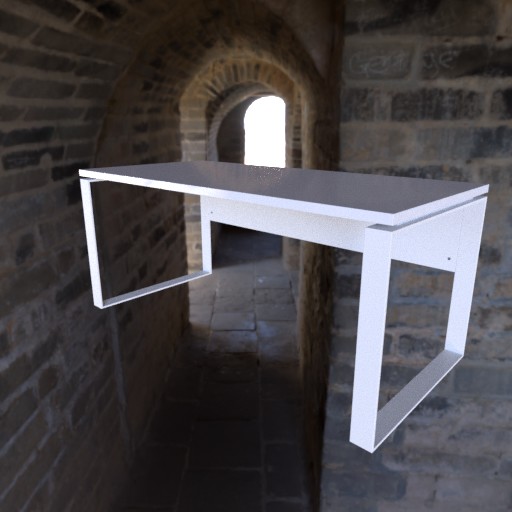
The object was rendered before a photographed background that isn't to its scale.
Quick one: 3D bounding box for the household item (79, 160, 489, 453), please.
[{"bbox_3d":[0.000,0.000,2.080,1.700,0.745,0.800,15,22,41],"label":"household item"}]
